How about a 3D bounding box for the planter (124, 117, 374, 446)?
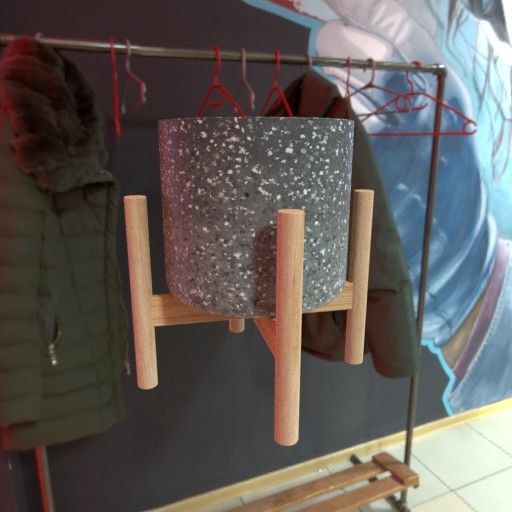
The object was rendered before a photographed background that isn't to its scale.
[{"bbox_3d":[0.000,0.000,0.552,0.284,0.320,0.284,2,15,9],"label":"planter"}]
